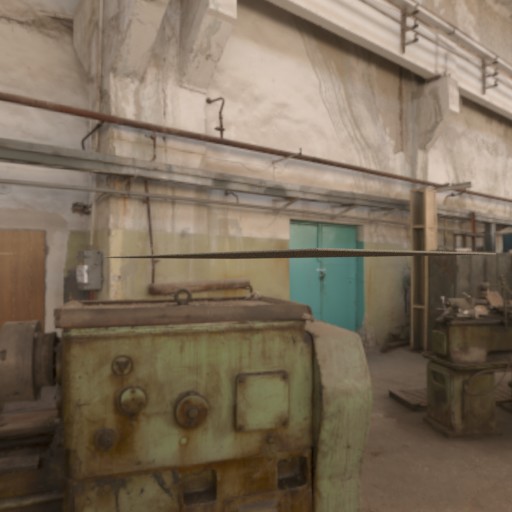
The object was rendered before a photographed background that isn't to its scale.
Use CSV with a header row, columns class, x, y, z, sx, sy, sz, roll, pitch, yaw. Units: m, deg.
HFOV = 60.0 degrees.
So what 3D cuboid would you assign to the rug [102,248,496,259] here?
class,x,y,z,sx,sy,sz,roll,pitch,yaw
rug,0.000,0.000,3.580,1.546,0.011,3.048,1,-1,-36
